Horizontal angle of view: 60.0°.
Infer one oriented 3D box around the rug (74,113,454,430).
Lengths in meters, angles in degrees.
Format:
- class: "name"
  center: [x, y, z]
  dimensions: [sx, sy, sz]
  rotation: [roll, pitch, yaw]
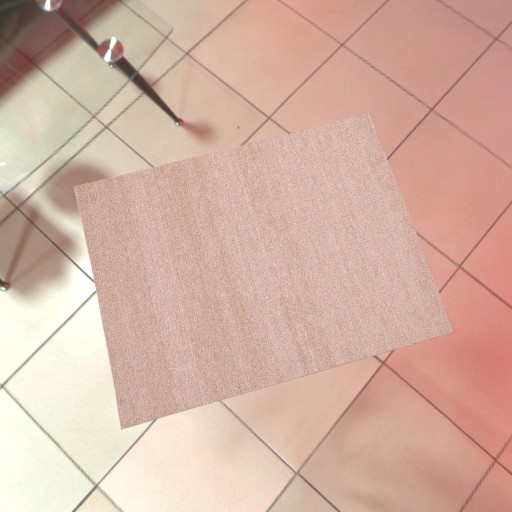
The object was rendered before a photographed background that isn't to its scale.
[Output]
- class: "rug"
  center: [0.000, 0.000, 4.343]
  dimensions: [3.202, 0.045, 2.434]
  rotation: [-15, 75, -4]
